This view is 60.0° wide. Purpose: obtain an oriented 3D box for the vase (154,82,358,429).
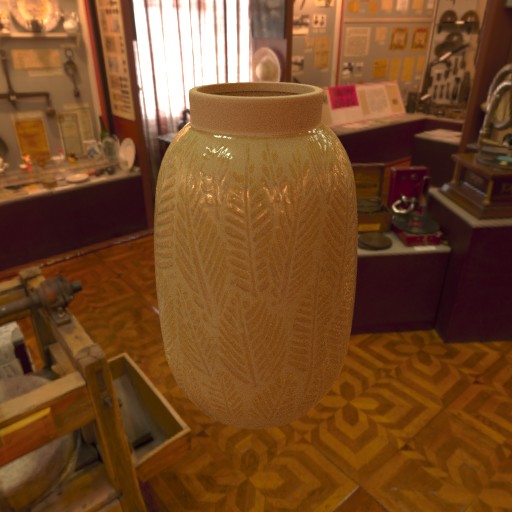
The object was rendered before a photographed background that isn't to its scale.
[{"bbox_3d":[0.000,0.000,0.379,0.172,0.270,0.172,0,27,0],"label":"vase"}]
